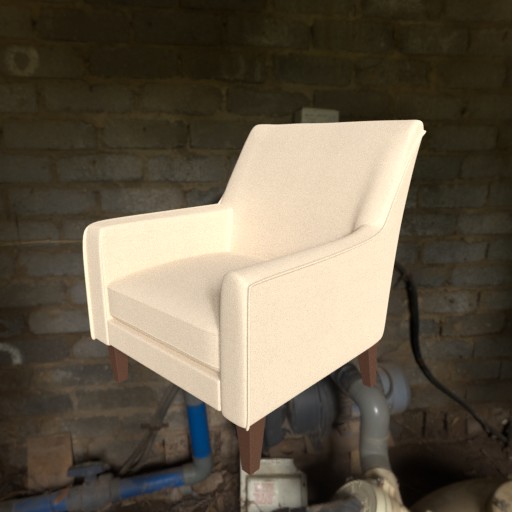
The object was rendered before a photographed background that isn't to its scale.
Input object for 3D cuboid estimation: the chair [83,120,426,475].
[{"bbox_3d":[0.000,0.000,1.559,0.780,0.919,0.899,14,20,42],"label":"chair"}]
